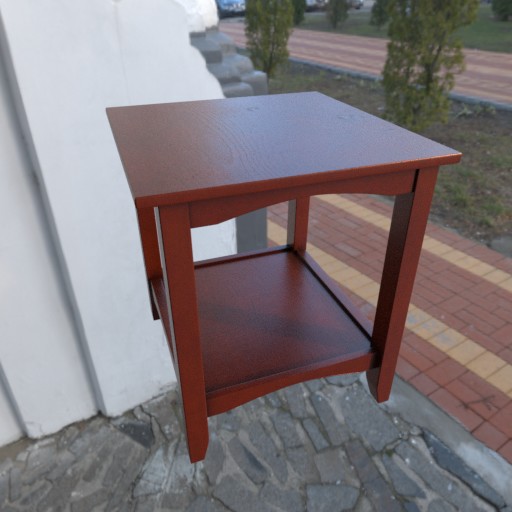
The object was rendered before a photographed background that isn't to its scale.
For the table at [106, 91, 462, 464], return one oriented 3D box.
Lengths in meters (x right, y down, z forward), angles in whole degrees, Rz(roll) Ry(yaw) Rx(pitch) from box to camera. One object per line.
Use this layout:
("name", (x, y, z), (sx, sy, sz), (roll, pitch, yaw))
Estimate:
("table", (0.000, 0.000, 0.961), (0.522, 0.558, 0.523), (-9, 33, -15))
